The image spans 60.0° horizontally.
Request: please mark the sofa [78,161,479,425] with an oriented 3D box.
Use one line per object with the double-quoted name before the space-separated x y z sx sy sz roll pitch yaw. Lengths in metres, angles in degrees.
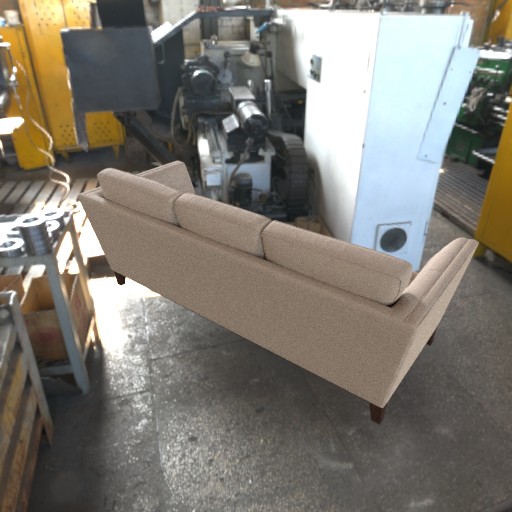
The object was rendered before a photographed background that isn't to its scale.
"sofa" 0.000 0.000 2.900 2.388 0.940 0.965 21 36 32
